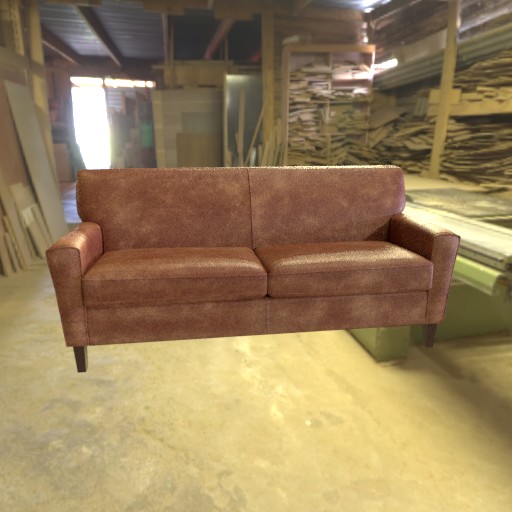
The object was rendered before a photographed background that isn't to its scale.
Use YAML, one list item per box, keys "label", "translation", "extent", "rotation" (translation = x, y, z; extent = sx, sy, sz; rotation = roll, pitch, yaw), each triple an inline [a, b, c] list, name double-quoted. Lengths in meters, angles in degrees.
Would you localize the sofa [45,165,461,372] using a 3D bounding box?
- label: "sofa"
  translation: [0.000, 0.000, 2.544]
  extent: [2.053, 0.947, 0.805]
  rotation: [-2, 16, -8]
